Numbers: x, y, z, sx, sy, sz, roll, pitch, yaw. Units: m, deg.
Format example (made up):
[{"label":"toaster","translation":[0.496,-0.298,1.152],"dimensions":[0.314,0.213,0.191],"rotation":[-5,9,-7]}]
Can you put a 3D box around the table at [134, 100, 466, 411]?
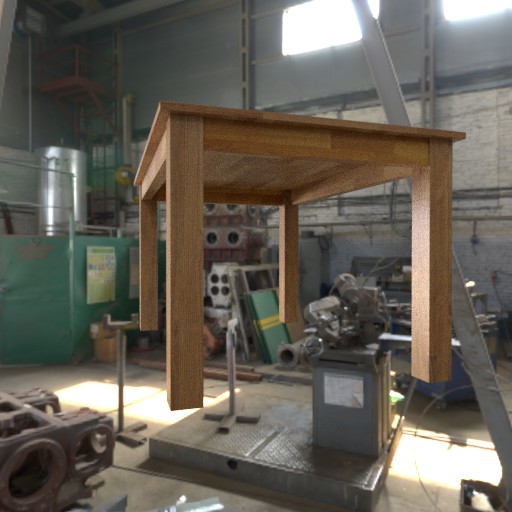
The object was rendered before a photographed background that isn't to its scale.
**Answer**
[{"label":"table","translation":[0.000,0.000,1.809],"dimensions":[0.900,0.750,1.300],"rotation":[0,1,-18]}]
